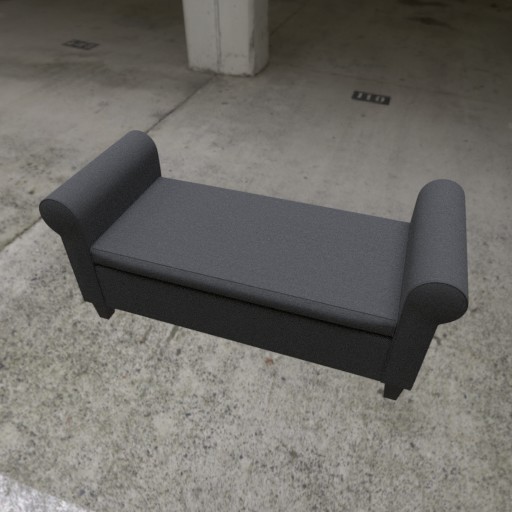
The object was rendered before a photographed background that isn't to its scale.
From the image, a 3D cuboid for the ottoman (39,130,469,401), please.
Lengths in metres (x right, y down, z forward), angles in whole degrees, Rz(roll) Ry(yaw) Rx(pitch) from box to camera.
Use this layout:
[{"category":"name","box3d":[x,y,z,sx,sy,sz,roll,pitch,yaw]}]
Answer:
[{"category":"ottoman","box3d":[0.000,0.000,1.542,1.256,0.547,0.521,12,42,14]}]
